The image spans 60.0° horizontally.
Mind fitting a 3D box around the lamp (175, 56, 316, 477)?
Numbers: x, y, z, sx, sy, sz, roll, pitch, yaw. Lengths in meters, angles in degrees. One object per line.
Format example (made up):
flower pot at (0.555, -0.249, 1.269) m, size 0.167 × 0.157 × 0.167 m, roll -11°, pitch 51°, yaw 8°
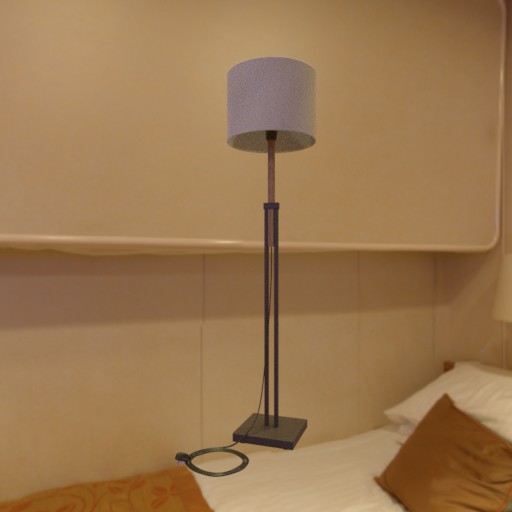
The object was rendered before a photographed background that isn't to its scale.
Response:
lamp at (0.000, 0.000, 1.933) m, size 0.474 × 1.650 × 0.639 m, roll 0°, pitch 0°, yaw 19°
